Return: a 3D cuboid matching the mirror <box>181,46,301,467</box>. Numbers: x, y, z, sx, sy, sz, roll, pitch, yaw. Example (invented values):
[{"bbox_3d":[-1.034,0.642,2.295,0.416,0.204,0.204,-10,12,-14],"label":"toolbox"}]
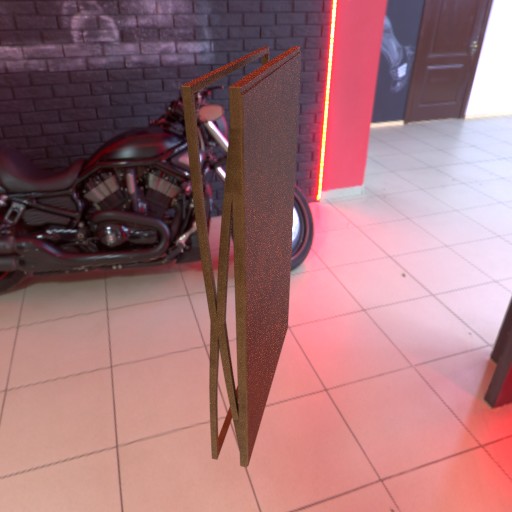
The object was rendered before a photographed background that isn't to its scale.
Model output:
[{"bbox_3d":[0.000,0.000,0.946,0.082,0.768,0.468,7,32,12],"label":"mirror"}]
